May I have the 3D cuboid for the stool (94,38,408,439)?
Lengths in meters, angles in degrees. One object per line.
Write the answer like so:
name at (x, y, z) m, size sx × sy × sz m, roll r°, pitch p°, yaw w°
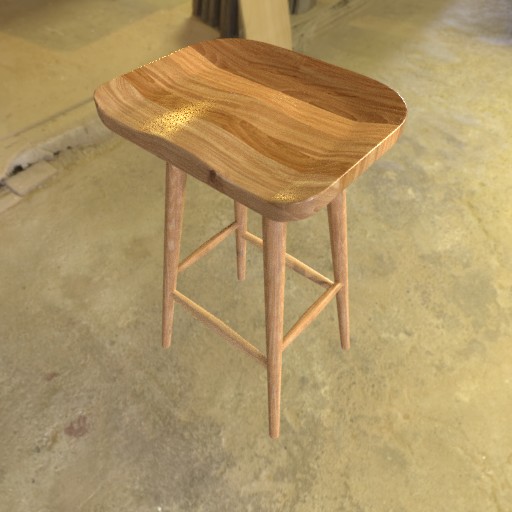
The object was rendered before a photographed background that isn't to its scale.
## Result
stool at (0.000, 0.000, 0.909) m, size 0.407 × 0.698 × 0.322 m, roll 32°, pitch 55°, yaw 26°
